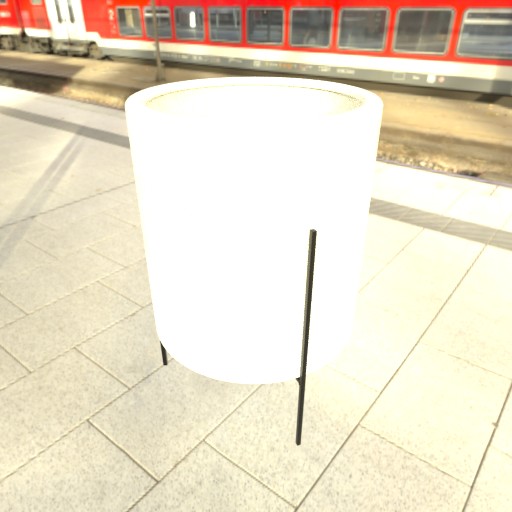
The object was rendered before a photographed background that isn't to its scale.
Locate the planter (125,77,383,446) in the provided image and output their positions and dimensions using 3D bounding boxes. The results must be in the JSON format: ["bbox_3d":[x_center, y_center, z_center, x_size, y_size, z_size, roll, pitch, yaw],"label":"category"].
[{"bbox_3d":[0.000,0.000,0.693,0.324,0.483,0.333,20,36,31],"label":"planter"}]
